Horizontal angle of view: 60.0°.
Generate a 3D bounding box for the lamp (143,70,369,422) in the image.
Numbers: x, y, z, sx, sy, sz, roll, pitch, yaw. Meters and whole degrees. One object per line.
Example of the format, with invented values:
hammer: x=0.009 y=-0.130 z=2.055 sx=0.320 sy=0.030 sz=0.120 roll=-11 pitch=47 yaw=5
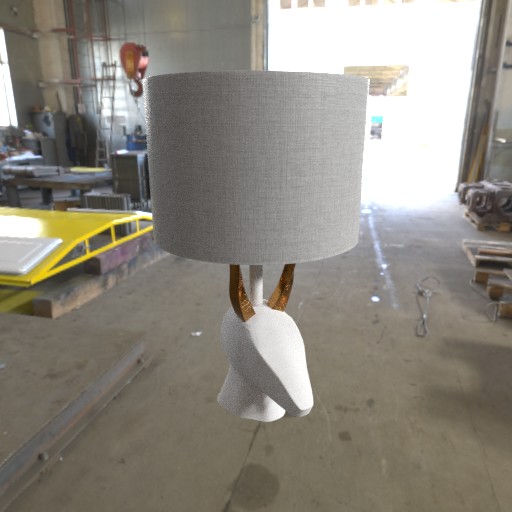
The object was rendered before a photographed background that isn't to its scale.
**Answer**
lamp: x=0.000 y=0.000 z=0.672 sx=0.298 sy=0.503 sz=0.298 roll=-10 pitch=19 yaw=-29
